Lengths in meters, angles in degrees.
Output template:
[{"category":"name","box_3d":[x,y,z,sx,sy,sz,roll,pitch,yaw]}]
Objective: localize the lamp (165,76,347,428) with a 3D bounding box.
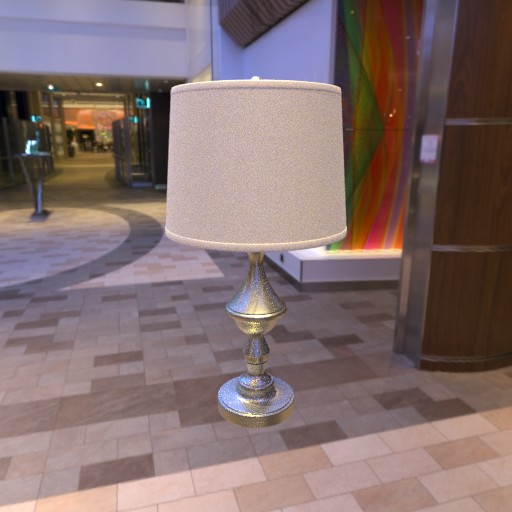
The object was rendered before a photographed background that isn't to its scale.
[{"category":"lamp","box_3d":[0.000,0.000,0.968,0.383,0.733,0.383,0,15,0]}]
